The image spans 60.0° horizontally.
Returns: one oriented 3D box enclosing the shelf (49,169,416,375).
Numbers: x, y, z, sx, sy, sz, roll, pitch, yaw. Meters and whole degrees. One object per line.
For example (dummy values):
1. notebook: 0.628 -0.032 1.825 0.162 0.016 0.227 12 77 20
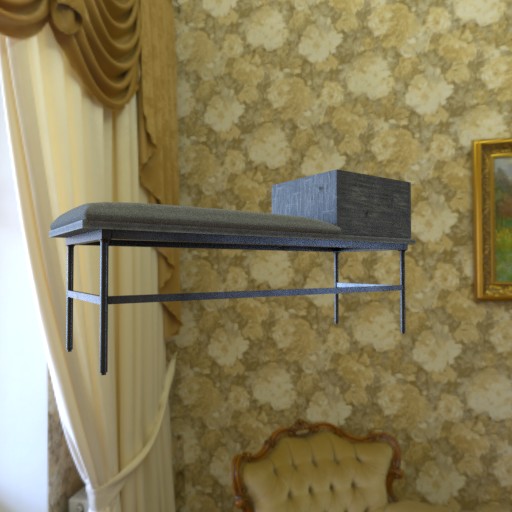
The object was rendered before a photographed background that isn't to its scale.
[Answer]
1. shelf: 0.000 0.000 1.649 1.342 0.633 0.457 1 -2 -35
